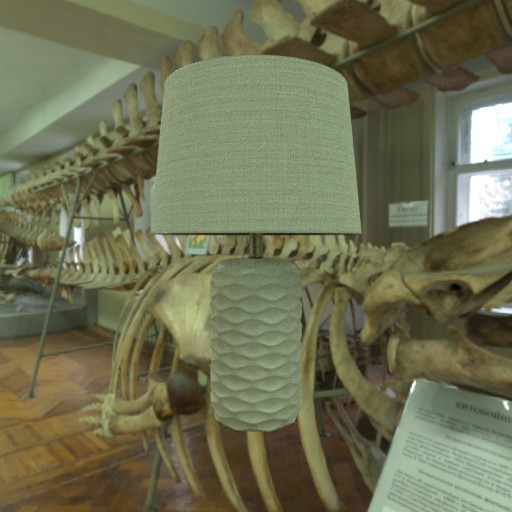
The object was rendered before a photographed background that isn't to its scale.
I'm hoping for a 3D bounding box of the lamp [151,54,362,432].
[{"bbox_3d":[0.000,0.000,0.812,0.376,0.594,0.376,0,2,0],"label":"lamp"}]
